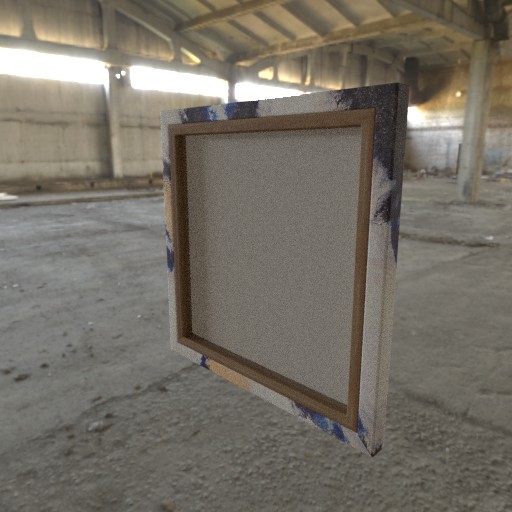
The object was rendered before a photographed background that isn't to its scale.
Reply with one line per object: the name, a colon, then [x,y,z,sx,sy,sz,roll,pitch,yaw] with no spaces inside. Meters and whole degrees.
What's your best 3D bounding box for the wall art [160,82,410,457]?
wall art: [0.000,0.000,0.917,0.039,0.609,0.609,-12,18,-43]
